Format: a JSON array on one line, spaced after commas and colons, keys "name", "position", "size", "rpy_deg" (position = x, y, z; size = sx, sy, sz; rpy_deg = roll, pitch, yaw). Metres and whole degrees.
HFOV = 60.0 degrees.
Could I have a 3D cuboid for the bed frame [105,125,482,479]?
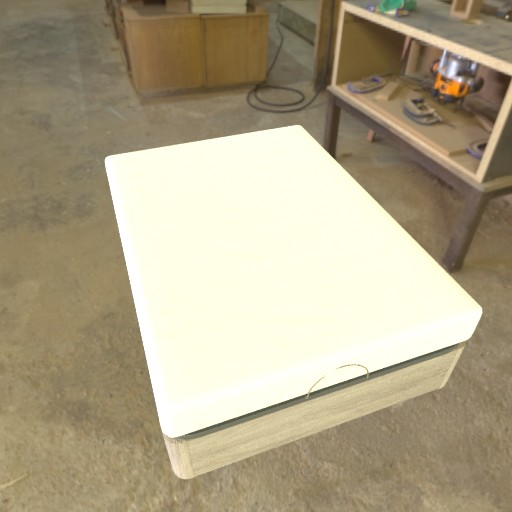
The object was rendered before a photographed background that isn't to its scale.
[{"name": "bed frame", "position": [0.000, 0.000, 2.512], "size": [1.400, 0.561, 1.900], "rpy_deg": [-13, 43, -15]}]
